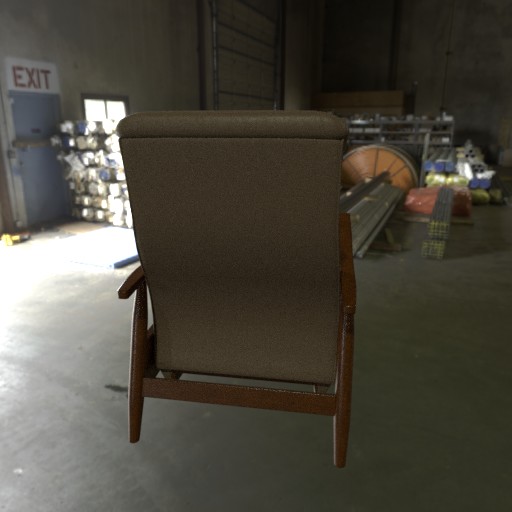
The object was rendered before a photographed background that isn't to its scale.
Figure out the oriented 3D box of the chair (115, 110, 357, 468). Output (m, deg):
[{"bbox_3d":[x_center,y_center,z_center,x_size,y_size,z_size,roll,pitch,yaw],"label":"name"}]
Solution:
[{"bbox_3d":[0.000,0.000,1.769,0.762,1.082,1.014,3,17,9],"label":"chair"}]
